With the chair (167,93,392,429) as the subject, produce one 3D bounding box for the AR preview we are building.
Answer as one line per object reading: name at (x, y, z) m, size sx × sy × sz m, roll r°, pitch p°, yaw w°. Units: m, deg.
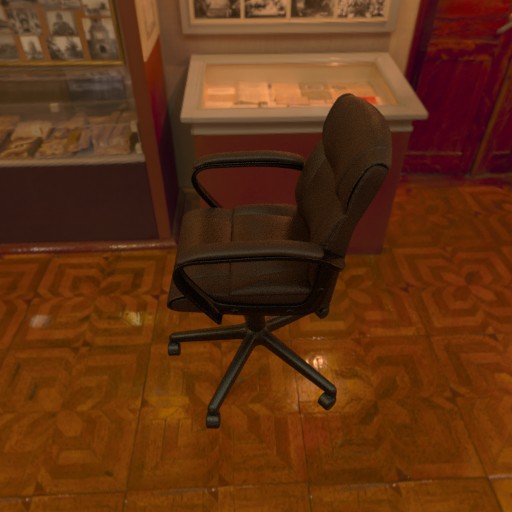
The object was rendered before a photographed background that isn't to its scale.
chair at (0.000, 0.000, 1.520) m, size 0.717 × 1.004 × 0.739 m, roll 0°, pitch 40°, yaw 0°
